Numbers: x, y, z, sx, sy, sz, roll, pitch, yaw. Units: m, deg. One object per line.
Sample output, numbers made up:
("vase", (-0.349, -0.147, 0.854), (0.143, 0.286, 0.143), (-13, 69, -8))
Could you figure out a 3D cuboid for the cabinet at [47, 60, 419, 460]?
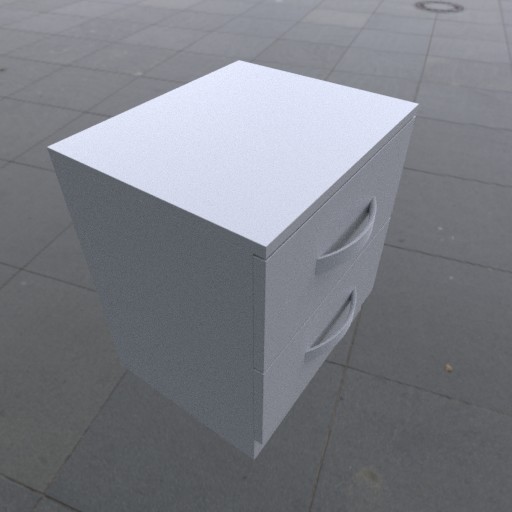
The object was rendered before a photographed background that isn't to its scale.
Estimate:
("cabinet", (0.000, 0.000, 0.756), (0.360, 0.470, 0.400), (25, 47, 26))
